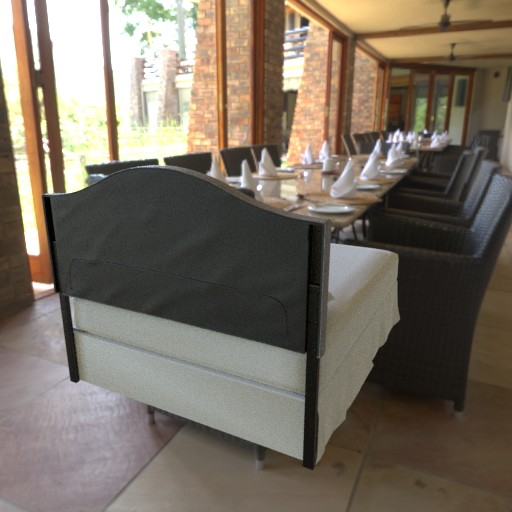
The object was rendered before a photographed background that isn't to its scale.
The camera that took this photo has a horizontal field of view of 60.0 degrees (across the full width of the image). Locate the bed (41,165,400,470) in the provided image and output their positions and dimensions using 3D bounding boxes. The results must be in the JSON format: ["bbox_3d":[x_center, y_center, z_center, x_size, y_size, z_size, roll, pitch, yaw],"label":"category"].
[{"bbox_3d":[0.000,0.000,2.900,1.610,1.295,1.870,8,18,27],"label":"bed"}]
